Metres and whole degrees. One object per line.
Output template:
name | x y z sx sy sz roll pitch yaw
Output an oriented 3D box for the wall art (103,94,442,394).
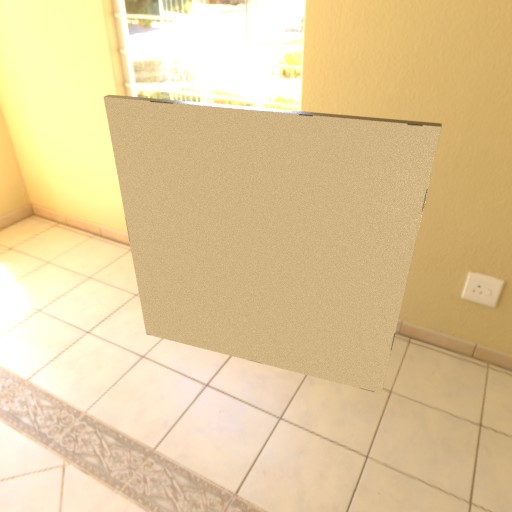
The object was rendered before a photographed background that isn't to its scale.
wall art | 0.000 0.000 0.683 0.446 0.445 0.014 11 34 16
